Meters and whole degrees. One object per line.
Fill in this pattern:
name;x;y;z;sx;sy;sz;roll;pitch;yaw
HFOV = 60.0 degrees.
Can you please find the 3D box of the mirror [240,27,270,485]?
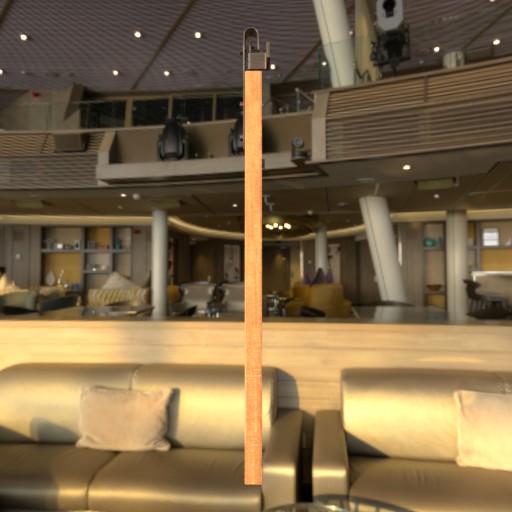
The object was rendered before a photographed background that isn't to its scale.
mirror;0.000;0.000;1.129;0.054;0.800;0.805;0;-2;0
